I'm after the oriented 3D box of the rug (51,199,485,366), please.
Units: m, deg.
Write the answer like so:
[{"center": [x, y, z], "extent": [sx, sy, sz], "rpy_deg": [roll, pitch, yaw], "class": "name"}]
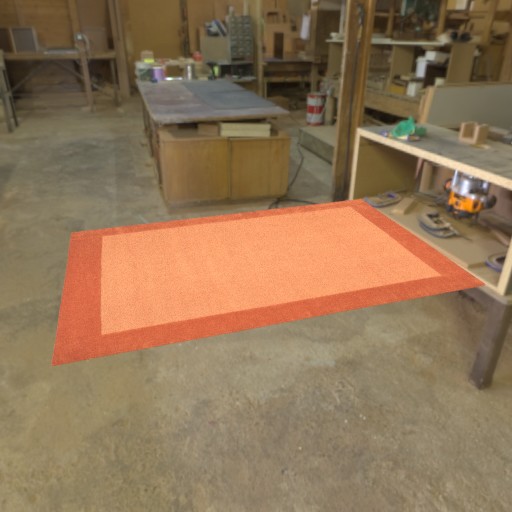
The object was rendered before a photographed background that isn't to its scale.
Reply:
[{"center": [0.000, 0.000, 3.004], "extent": [2.438, 0.014, 1.524], "rpy_deg": [-8, 29, -15], "class": "rug"}]
